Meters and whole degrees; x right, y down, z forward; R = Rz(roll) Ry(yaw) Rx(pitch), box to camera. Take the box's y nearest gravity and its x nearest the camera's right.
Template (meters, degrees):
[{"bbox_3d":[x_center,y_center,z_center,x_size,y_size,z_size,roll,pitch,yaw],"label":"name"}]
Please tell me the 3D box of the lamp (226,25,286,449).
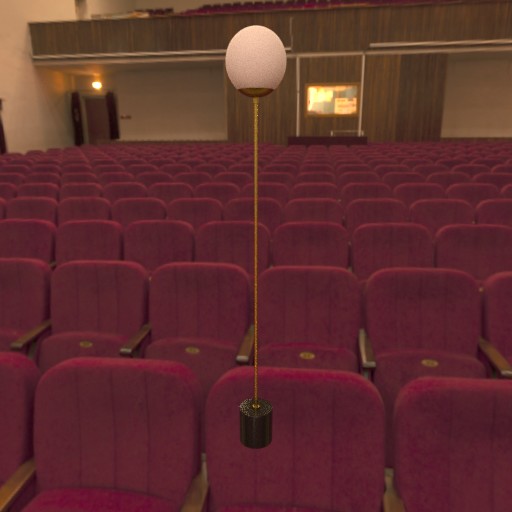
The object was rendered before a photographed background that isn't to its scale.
[{"bbox_3d":[0.000,0.000,1.850,0.229,1.748,0.229,2,14,8],"label":"lamp"}]
